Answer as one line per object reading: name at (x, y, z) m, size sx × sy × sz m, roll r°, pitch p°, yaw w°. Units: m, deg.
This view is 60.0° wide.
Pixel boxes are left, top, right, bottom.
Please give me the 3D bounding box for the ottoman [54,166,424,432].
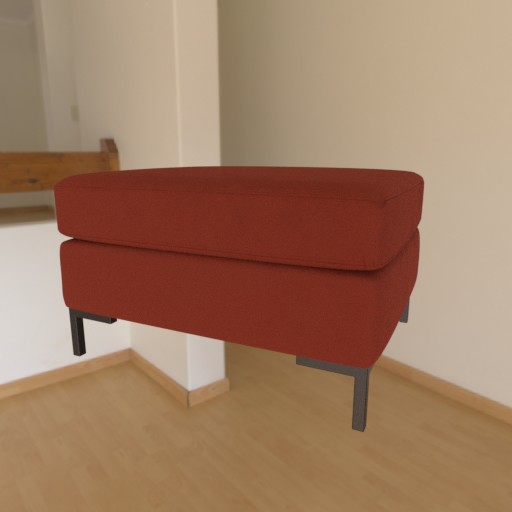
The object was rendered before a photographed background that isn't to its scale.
ottoman at (0.000, 0.000, 1.184) m, size 0.782 × 0.462 × 0.650 m, roll 6°, pitch 15°, yaw 25°
